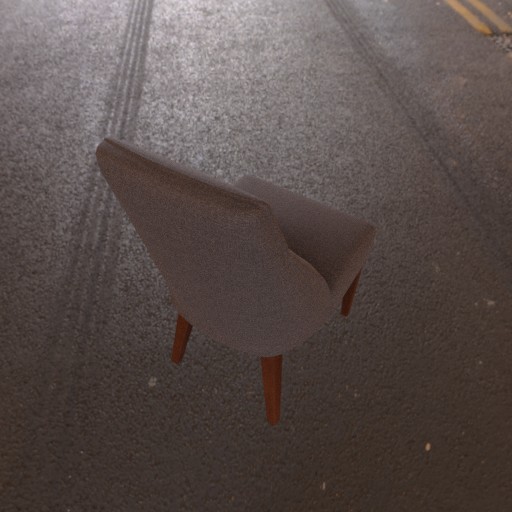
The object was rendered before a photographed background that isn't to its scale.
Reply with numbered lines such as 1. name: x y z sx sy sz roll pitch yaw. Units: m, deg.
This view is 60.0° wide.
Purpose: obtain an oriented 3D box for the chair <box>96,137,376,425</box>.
1. chair: 0.000 0.000 1.256 0.500 0.930 0.620 25 52 22
